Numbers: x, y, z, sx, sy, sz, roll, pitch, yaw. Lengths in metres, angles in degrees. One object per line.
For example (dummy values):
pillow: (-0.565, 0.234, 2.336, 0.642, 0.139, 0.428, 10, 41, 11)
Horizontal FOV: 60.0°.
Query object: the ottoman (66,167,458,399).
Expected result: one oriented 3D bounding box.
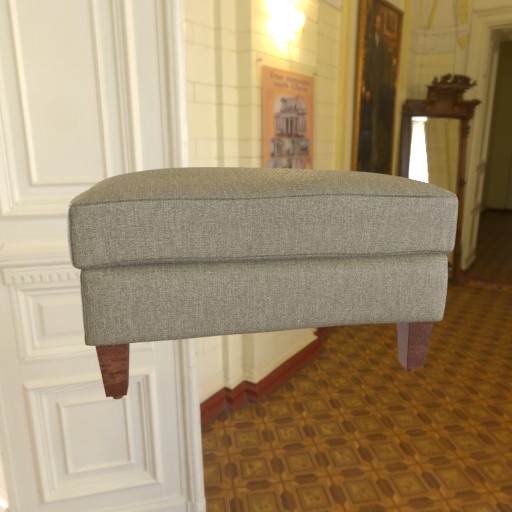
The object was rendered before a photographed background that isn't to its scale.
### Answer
ottoman: (0.000, 0.000, 1.257, 0.873, 0.494, 0.639, -2, 14, -10)
